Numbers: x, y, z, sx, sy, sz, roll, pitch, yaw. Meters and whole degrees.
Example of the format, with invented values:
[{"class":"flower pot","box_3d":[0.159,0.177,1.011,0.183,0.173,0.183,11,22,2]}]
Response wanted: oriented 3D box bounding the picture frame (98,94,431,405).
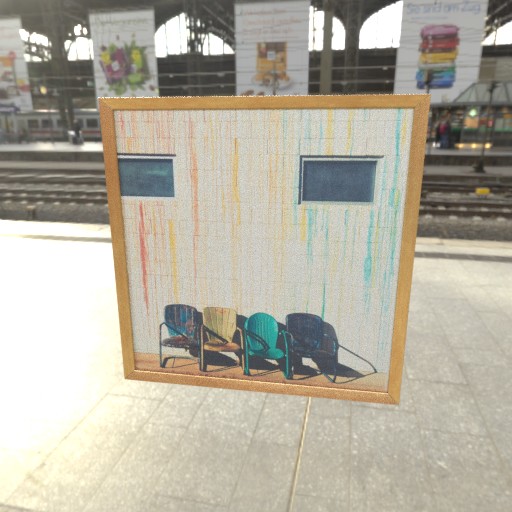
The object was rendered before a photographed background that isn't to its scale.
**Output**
[{"class":"picture frame","box_3d":[0.000,0.000,1.122,0.758,0.761,0.037,3,16,9]}]
